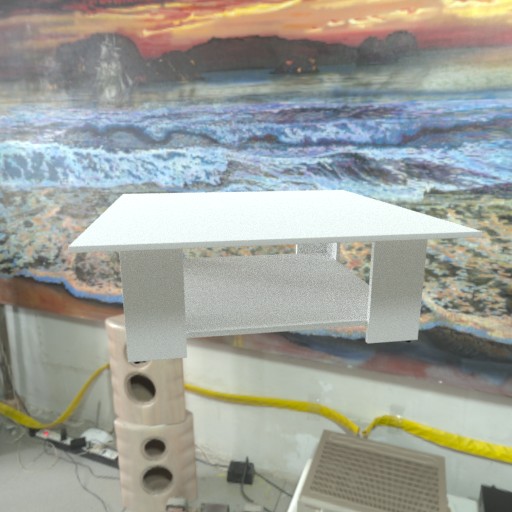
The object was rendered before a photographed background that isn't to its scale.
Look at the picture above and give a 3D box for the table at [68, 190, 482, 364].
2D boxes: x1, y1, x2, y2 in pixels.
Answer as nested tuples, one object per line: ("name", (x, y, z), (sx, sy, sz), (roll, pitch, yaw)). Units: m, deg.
("table", (0.000, 0.000, 1.395), (0.890, 0.305, 0.890), (-2, 15, -9))
